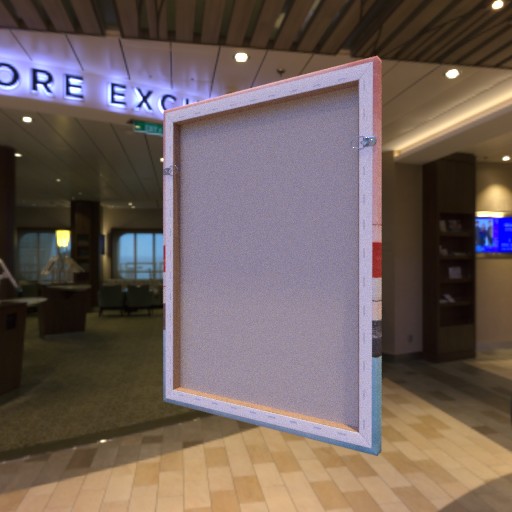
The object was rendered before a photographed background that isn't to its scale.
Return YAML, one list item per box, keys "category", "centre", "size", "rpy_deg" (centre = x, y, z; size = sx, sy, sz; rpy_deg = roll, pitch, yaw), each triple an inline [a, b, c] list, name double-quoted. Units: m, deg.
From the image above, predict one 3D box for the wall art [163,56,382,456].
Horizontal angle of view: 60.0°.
- category: "wall art"
  centre: [0.000, 0.000, 1.349]
  size: [0.761, 1.016, 0.039]
  rpy_deg: [0, 0, 34]
